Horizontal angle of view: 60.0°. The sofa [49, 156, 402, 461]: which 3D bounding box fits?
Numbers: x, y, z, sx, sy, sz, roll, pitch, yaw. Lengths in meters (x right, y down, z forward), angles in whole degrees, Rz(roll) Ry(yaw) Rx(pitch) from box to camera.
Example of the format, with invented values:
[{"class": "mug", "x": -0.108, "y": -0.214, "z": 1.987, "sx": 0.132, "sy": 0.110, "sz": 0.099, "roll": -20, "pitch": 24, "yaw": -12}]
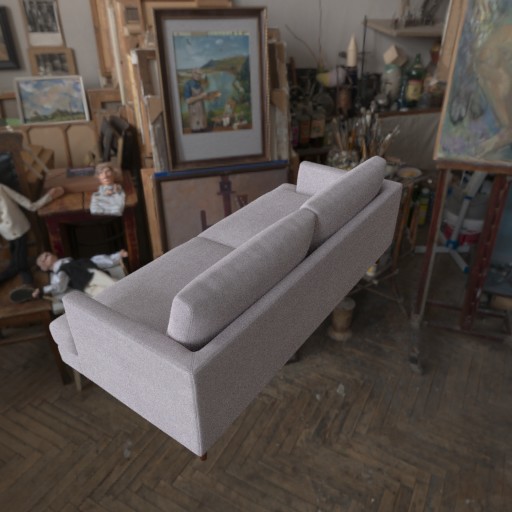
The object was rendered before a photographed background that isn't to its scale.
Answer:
[{"class": "sofa", "x": 0.000, "y": 0.000, "z": 2.770, "sx": 1.020, "sy": 0.868, "sz": 2.250, "roll": 21, "pitch": 37, "yaw": 29}]
